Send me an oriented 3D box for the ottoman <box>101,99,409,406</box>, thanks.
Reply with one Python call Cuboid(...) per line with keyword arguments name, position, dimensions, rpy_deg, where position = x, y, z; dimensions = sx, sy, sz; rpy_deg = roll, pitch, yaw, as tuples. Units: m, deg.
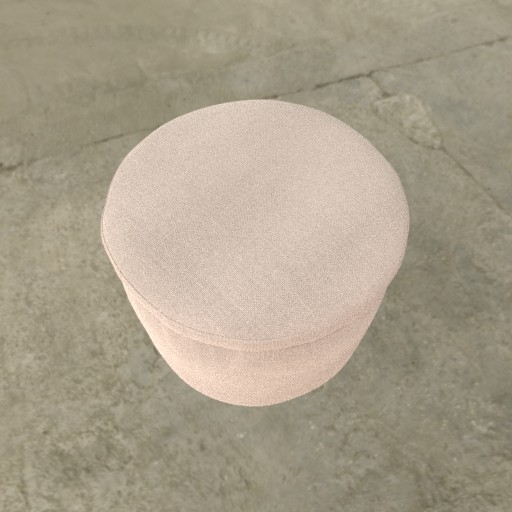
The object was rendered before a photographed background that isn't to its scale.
Cuboid(name="ottoman", position=(0.000, 0.000, 0.866), dimensions=(0.497, 0.409, 0.497), rpy_deg=(0, 58, 0))
